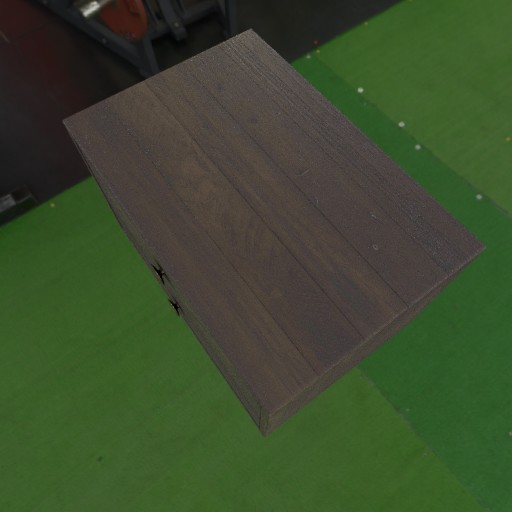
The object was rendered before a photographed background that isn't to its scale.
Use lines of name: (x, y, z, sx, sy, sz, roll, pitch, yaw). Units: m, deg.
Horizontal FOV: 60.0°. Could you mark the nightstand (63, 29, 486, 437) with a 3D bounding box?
nightstand: (0.000, 0.000, 1.039, 0.450, 0.599, 0.650, -33, 68, -15)
